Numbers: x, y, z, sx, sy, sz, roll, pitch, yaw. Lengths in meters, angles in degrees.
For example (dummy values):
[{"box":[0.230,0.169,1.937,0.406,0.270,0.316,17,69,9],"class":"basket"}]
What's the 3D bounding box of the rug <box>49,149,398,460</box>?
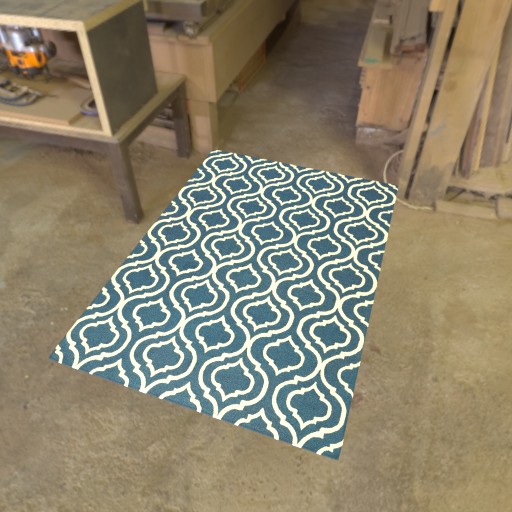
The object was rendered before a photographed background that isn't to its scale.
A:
[{"box":[0.000,0.000,2.818,1.524,0.010,2.134,14,47,14],"class":"rug"}]
